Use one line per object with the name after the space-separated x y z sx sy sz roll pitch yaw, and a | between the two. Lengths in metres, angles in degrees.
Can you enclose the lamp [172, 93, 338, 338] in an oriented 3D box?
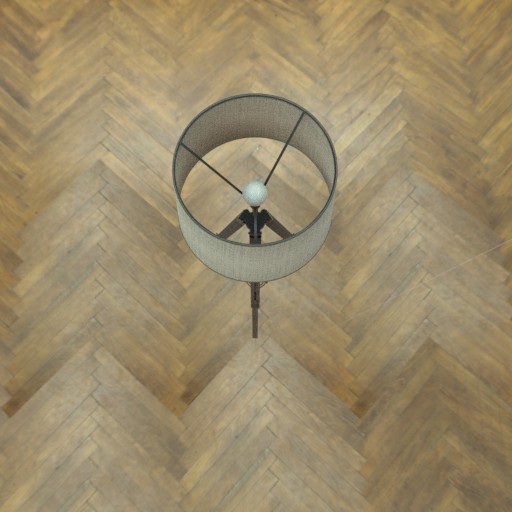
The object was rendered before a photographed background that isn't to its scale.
0.000 0.000 1.847 0.604 1.510 0.587 -1 76 0 | lamp
